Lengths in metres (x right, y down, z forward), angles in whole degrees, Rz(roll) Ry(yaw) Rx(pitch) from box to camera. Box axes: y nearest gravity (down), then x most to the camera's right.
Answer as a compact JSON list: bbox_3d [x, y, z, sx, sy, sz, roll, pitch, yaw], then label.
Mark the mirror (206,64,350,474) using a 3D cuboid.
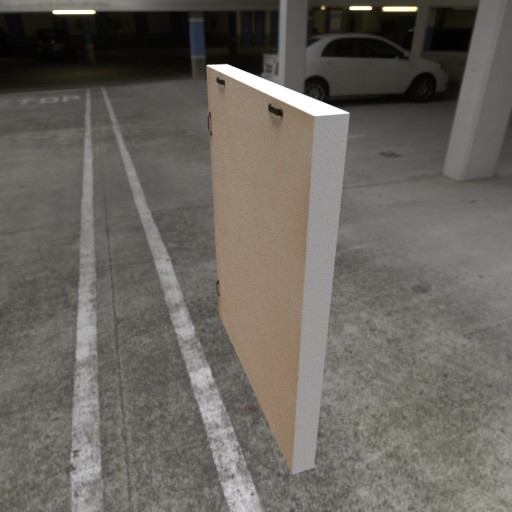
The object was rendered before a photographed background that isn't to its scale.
[{"bbox_3d":[0.000,0.000,0.689,0.041,0.508,0.405,-10,31,-17],"label":"mirror"}]
